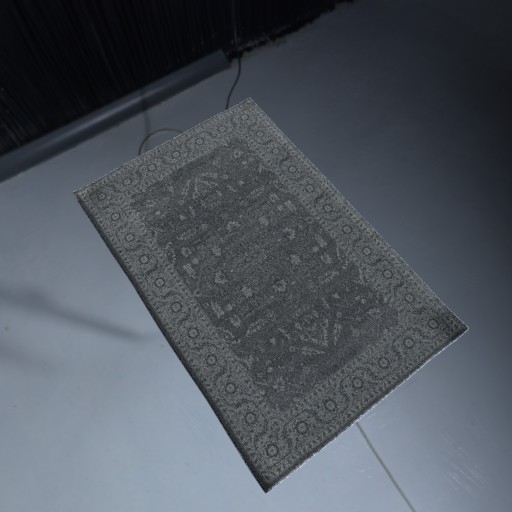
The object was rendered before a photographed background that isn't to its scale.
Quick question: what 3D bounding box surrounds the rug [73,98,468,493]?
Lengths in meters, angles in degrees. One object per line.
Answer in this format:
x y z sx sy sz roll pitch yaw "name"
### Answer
0.000 0.000 2.296 1.209 0.019 1.828 -33 69 -14 "rug"
